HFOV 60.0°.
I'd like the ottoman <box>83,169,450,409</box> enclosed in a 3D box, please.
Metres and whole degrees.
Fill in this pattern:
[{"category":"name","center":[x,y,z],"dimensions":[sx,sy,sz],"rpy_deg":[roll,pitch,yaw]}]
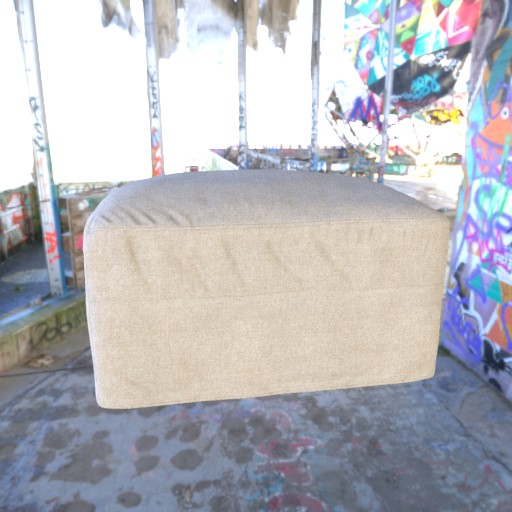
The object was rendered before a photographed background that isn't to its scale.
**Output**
[{"category":"ottoman","center":[0.000,0.000,1.260],"dimensions":[0.837,0.481,0.683],"rpy_deg":[-2,15,-9]}]
